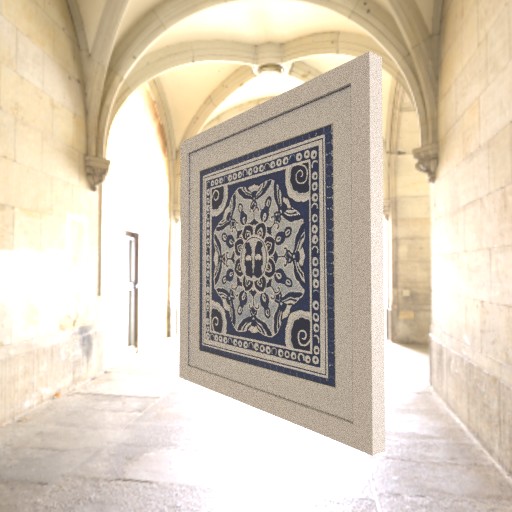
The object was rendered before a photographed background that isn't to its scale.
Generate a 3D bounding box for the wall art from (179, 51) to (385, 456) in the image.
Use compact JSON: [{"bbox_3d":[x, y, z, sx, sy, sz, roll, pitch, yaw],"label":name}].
[{"bbox_3d":[0.000,0.000,0.842,0.028,0.559,0.559,1,-2,-37],"label":"wall art"}]
